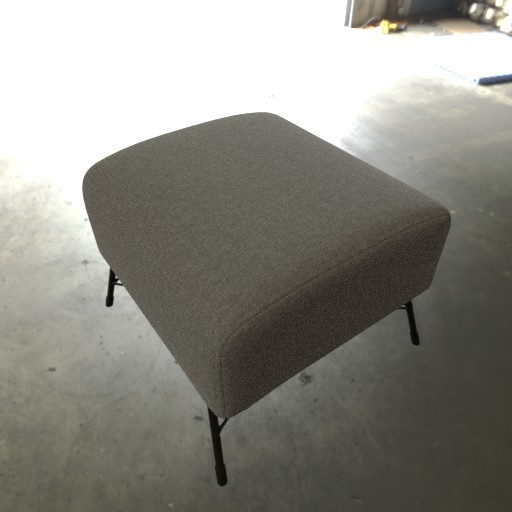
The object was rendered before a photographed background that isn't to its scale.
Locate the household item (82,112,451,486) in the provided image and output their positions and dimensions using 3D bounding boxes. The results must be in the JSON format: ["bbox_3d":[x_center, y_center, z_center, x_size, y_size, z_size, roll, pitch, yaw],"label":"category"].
[{"bbox_3d":[0.000,0.000,0.903,0.530,0.410,0.530,-25,47,-26],"label":"household item"}]
